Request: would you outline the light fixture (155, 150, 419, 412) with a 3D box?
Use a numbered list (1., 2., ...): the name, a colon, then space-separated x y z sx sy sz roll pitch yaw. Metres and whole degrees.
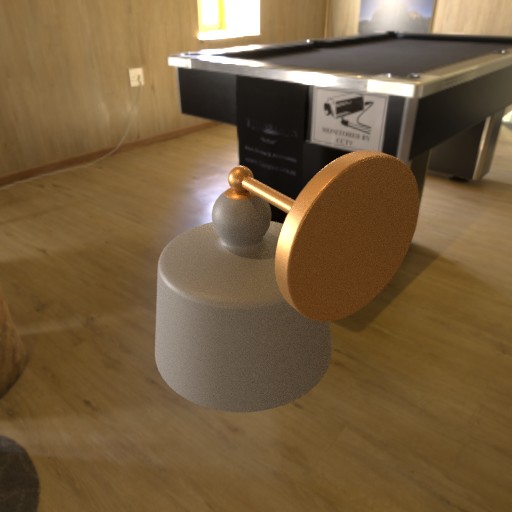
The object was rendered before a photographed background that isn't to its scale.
1. light fixture: 0.000 0.000 0.434 0.204 0.268 0.254 -19 36 -29
